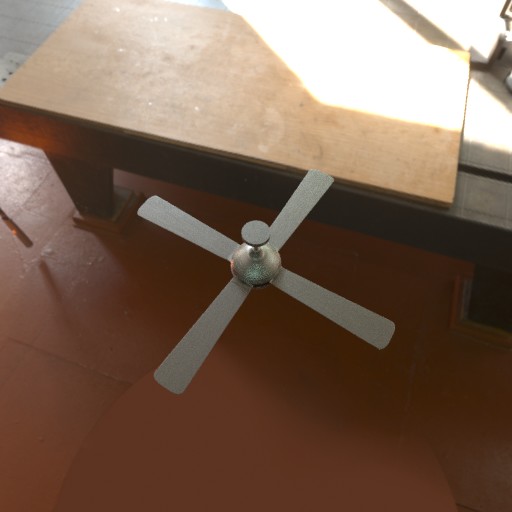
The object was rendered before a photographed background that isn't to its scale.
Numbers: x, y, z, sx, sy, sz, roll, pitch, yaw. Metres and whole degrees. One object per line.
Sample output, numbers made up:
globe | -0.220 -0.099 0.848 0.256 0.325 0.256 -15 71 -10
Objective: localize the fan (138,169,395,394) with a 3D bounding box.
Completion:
fan | 0.000 0.000 2.047 1.321 0.381 1.321 -33 63 -19
